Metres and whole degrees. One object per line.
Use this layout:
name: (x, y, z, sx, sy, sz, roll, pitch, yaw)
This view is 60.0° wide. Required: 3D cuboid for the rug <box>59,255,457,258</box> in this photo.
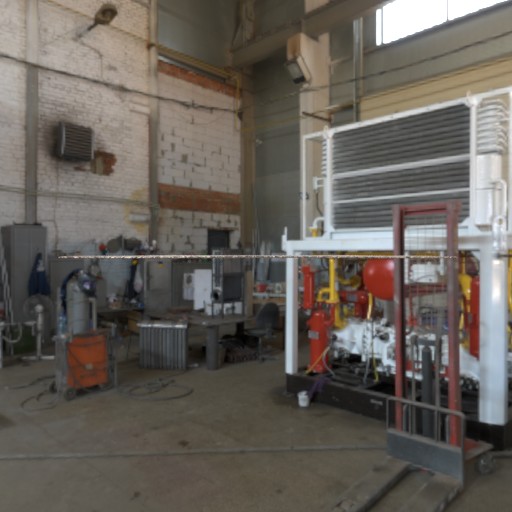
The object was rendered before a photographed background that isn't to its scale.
rug: (0.000, 0.000, 5.303, 2.997, 0.020, 4.093, 0, 0, -1)
